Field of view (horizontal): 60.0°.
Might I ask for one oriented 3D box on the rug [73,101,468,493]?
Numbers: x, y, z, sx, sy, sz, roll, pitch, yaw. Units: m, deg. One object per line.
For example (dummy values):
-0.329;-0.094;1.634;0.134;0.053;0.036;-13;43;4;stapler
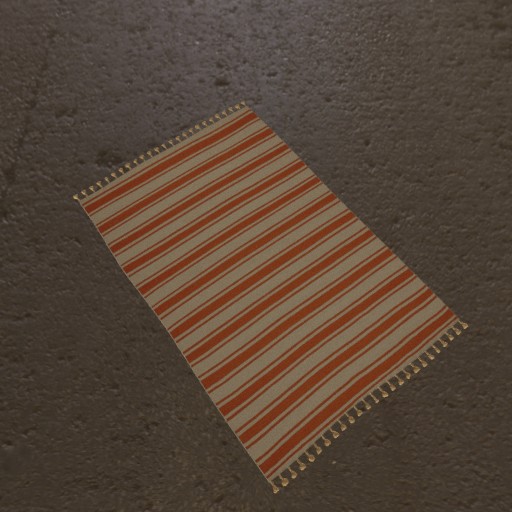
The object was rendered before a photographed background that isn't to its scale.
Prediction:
0.000;0.000;3.025;1.556;0.022;2.433;-34;68;-15;rug
